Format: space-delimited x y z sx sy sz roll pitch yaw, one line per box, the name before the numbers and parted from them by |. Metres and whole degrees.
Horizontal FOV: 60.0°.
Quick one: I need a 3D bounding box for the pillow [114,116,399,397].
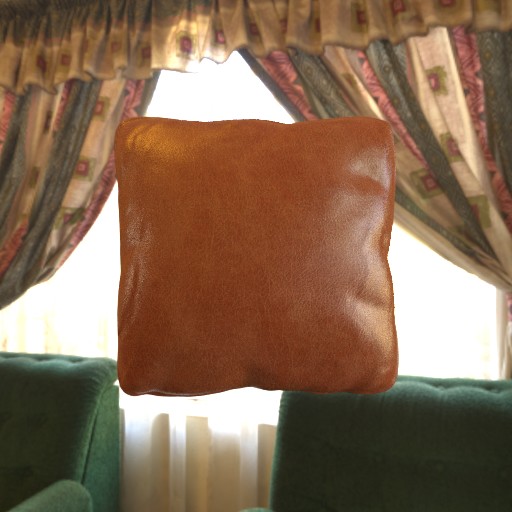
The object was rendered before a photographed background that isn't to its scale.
pillow | 0.000 0.000 0.822 0.532 0.523 0.236 0 -1 0
